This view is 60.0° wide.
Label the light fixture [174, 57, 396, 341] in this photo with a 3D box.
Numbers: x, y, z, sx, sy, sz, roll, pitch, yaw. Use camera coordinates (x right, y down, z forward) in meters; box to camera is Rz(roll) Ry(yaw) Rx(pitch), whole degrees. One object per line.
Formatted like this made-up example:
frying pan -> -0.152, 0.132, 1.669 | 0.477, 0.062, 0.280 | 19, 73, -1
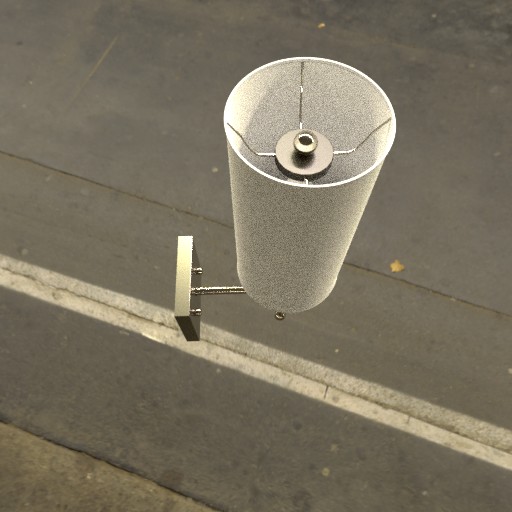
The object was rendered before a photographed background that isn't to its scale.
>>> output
light fixture -> 0.000, 0.000, 0.538 | 0.208, 0.462, 0.128 | -2, 63, -1
